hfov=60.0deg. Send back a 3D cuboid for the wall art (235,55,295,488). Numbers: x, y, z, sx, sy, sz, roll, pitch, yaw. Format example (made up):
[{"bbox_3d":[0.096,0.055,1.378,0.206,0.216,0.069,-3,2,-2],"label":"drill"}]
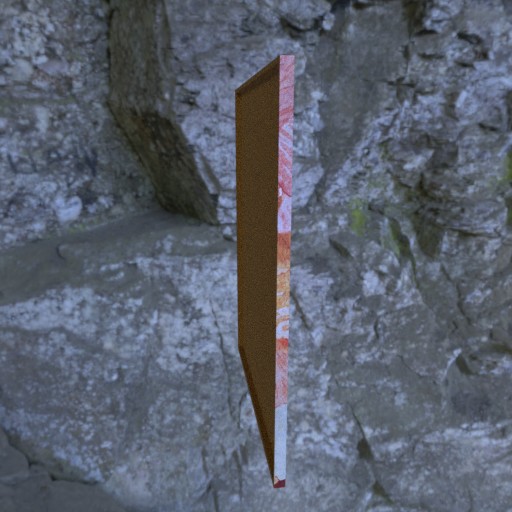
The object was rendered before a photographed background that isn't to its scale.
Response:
[{"bbox_3d":[0.000,0.000,1.351,0.031,1.015,0.762,-2,16,-9],"label":"wall art"}]
